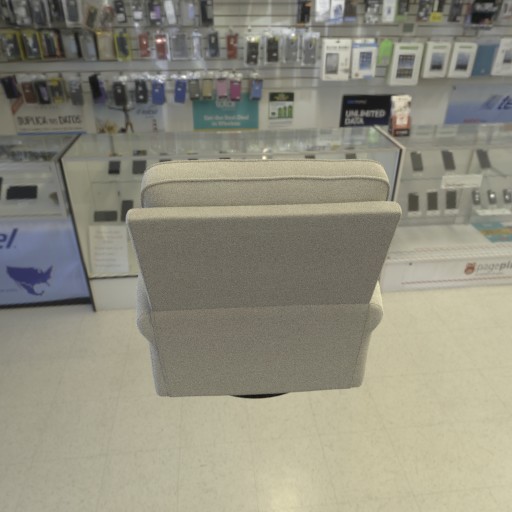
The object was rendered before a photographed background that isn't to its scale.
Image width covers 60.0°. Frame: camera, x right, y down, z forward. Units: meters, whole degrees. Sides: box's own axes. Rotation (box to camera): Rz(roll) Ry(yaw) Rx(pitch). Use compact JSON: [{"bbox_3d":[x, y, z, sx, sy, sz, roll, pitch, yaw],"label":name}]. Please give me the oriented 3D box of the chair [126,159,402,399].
[{"bbox_3d":[0.000,0.000,1.696,0.890,0.960,0.878,-2,31,-3],"label":"chair"}]
